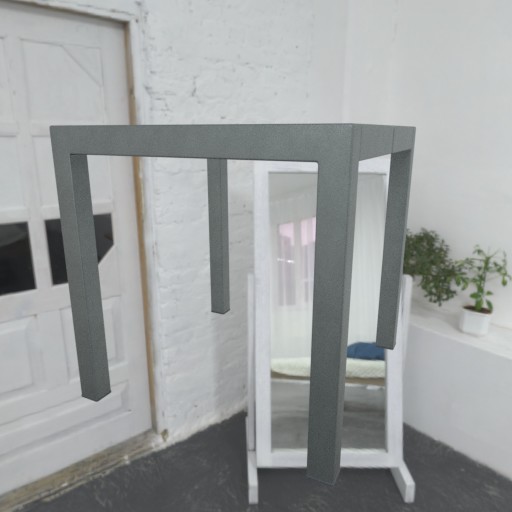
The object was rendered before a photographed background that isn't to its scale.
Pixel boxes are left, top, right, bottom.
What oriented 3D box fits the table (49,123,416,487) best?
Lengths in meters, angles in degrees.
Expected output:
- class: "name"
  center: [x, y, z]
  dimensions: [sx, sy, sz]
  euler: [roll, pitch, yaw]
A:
- class: "table"
  center: [0.000, 0.000, 0.903]
  dimensions: [0.508, 0.508, 0.508]
  euler: [8, 18, 26]
